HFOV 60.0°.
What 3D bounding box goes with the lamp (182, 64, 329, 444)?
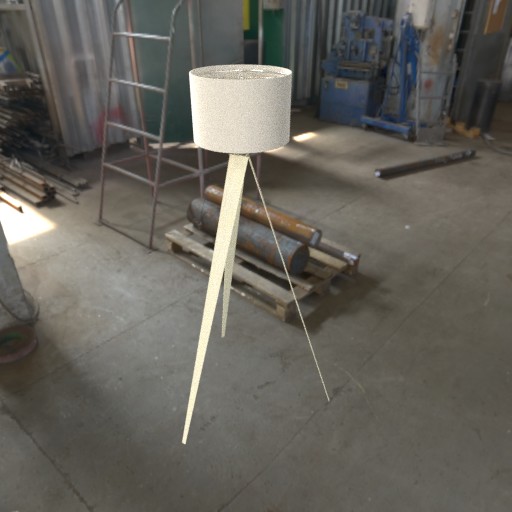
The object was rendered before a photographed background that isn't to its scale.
[{"bbox_3d":[0.000,0.000,1.945,0.716,1.524,0.724,-2,31,-3],"label":"lamp"}]
